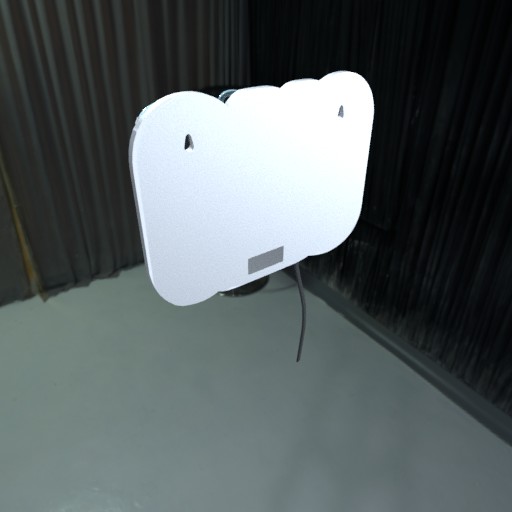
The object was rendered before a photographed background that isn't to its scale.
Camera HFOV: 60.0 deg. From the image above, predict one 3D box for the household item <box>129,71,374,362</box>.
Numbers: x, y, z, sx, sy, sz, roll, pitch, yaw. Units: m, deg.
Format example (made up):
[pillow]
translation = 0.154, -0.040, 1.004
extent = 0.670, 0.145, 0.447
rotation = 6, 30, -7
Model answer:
[household item]
translation = 0.000, 0.000, 0.387
extent = 0.211, 0.294, 0.042
rotation = -21, 37, -30
